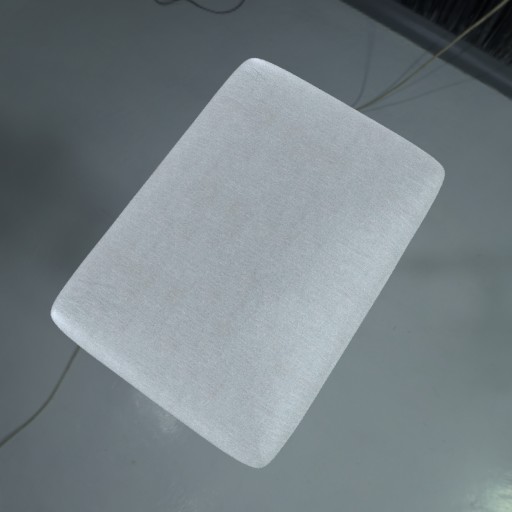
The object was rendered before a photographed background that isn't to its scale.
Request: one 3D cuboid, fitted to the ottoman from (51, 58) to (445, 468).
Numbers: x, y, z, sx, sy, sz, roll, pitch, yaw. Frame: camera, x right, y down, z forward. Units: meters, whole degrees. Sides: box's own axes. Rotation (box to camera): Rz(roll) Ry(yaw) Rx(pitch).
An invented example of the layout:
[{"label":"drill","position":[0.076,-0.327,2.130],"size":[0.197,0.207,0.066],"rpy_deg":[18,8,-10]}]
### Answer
[{"label":"ottoman","position":[0.000,0.000,1.025],"size":[0.528,0.404,0.735],"rpy_deg":[33,78,8]}]
